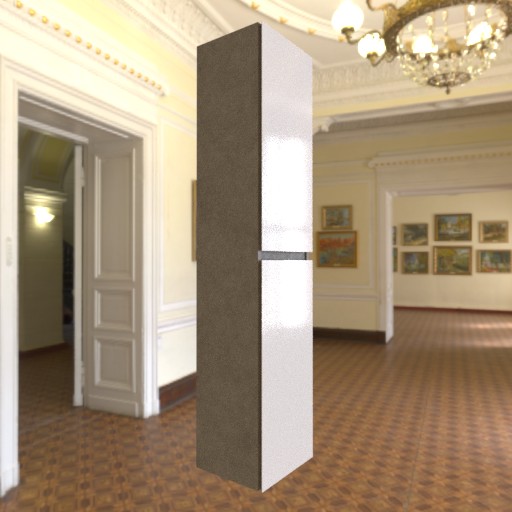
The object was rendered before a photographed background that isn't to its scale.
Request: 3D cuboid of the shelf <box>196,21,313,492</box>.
[{"bbox_3d":[0.000,0.000,1.514,0.270,1.400,0.300,0,-1,37],"label":"shelf"}]
